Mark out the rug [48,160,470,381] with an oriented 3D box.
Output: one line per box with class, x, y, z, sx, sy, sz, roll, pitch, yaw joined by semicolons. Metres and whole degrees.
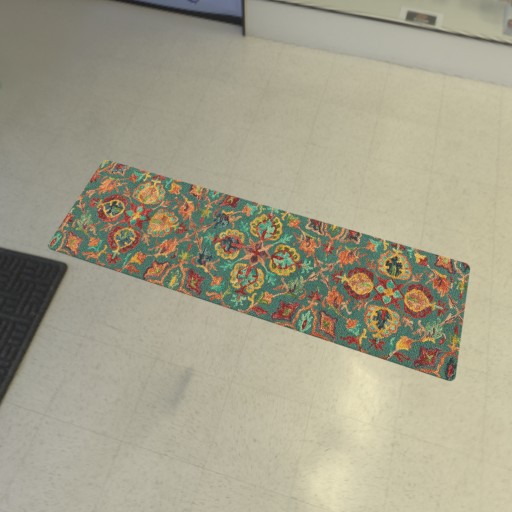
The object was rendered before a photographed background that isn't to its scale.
rug;0.000;0.000;2.487;2.286;0.013;0.686;17;63;9
